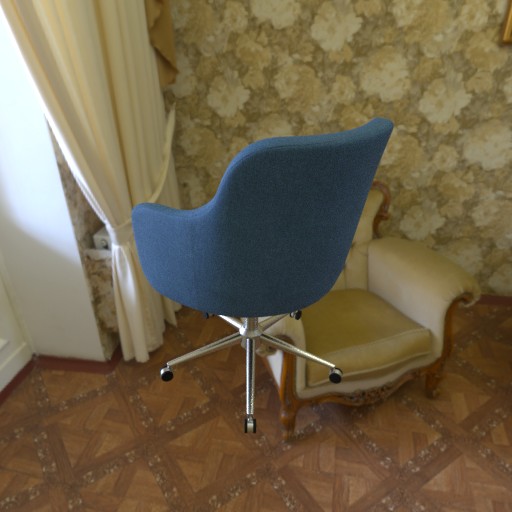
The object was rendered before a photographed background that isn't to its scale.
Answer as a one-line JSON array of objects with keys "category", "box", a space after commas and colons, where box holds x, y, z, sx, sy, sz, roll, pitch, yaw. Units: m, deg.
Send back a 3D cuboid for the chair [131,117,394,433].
[{"category": "chair", "box": [0.000, 0.000, 1.246, 0.599, 0.820, 0.655, -19, 35, -30]}]
